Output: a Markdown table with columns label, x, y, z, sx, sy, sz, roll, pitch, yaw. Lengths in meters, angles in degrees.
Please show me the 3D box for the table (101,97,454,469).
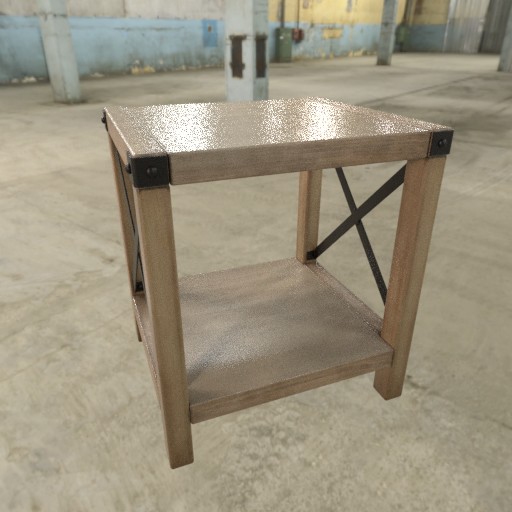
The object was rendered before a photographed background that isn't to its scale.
| label | x | y | z | sx | sy | sz | roll | pitch | yaw |
| --- | --- | --- | --- | --- | --- | --- | --- | --- | --- |
| table | 0.000 | 0.000 | 0.920 | 0.510 | 0.561 | 0.459 | -10 | 28 | -19 |
